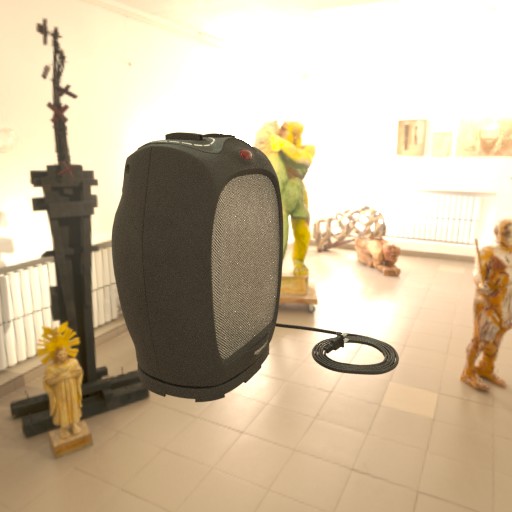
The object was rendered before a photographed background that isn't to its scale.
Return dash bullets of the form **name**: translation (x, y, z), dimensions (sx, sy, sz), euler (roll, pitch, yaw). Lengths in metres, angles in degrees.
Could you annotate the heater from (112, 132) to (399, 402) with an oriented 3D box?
- **heater**: translation (0.000, 0.000, 0.475), dimensions (0.291, 0.255, 0.239), euler (7, 16, 26)
